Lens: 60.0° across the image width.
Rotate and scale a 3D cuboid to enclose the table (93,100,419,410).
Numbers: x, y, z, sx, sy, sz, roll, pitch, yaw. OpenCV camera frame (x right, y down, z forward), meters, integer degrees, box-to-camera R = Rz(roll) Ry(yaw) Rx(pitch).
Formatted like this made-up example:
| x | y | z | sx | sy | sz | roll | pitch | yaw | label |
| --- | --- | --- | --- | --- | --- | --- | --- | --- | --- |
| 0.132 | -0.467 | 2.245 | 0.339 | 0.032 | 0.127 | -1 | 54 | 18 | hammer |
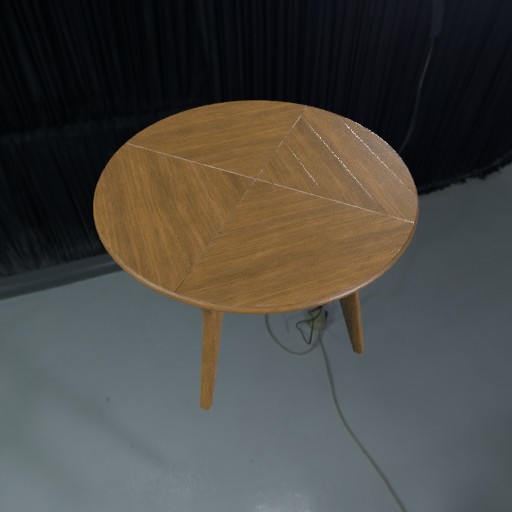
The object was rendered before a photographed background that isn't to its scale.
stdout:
| x | y | z | sx | sy | sz | roll | pitch | yaw | label |
| --- | --- | --- | --- | --- | --- | --- | --- | --- | --- |
| 0.000 | 0.000 | 1.749 | 1.055 | 0.757 | 1.055 | 0 | 48 | 0 | table |
